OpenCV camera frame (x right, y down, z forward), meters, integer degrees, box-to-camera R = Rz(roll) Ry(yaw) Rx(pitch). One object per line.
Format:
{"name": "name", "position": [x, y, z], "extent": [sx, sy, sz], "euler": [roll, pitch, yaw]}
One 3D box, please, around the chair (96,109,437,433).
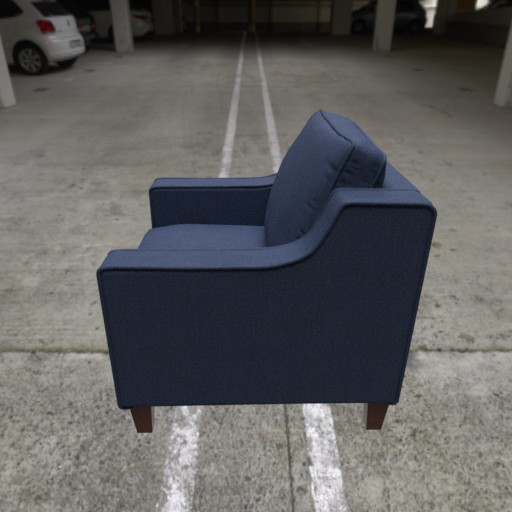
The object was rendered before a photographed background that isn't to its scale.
{"name": "chair", "position": [0.000, 0.000, 1.627], "extent": [0.909, 0.960, 0.831], "euler": [0, 27, -1]}
